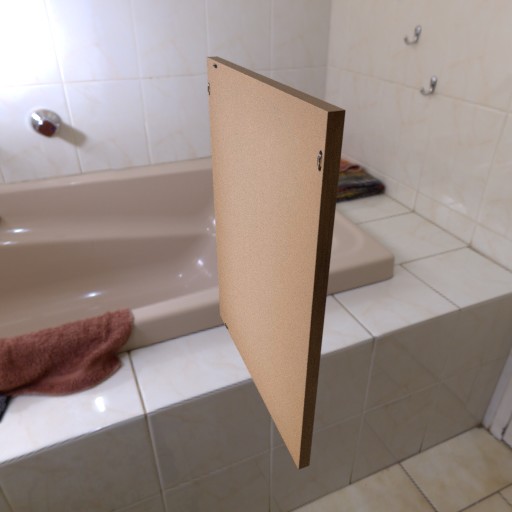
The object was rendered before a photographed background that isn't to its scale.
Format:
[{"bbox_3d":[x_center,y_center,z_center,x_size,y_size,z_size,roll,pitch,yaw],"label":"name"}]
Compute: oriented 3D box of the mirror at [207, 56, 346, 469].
[{"bbox_3d":[0.000,0.000,1.334,0.040,1.016,0.762,-11,33,-18],"label":"mirror"}]
